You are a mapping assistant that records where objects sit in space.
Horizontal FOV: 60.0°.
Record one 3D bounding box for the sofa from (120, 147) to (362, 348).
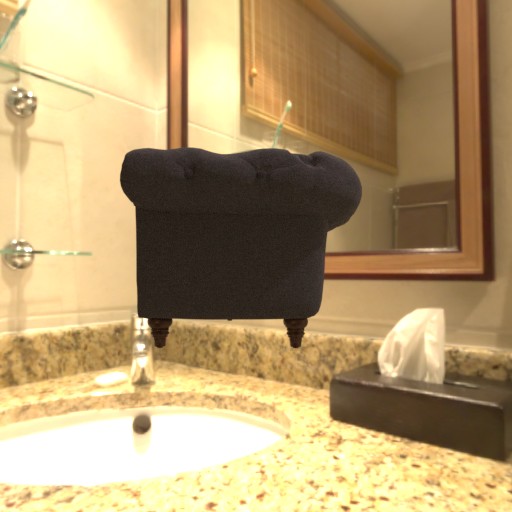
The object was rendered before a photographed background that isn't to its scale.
[{"bbox_3d":[0.000,0.000,2.836,1.046,0.836,2.335,0,-1,1],"label":"sofa"}]
